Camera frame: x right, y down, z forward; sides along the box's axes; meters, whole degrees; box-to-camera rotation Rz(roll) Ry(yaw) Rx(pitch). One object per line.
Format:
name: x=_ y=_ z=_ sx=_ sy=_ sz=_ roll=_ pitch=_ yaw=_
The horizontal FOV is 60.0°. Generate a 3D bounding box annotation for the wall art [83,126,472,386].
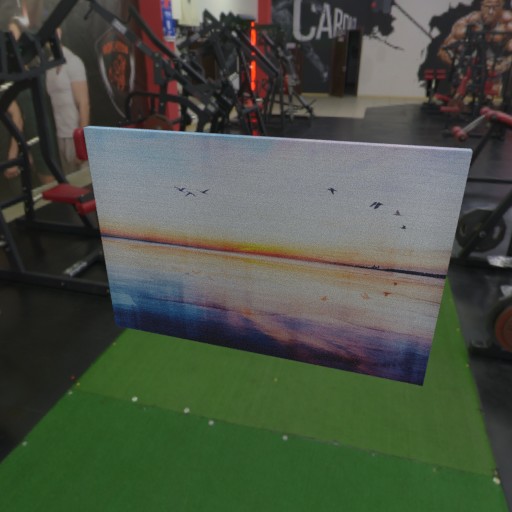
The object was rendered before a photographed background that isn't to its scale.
wall art: x=0.000 y=0.000 z=1.432 sx=1.137 sy=0.756 sz=0.034 roll=8 pitch=27 yaw=16
